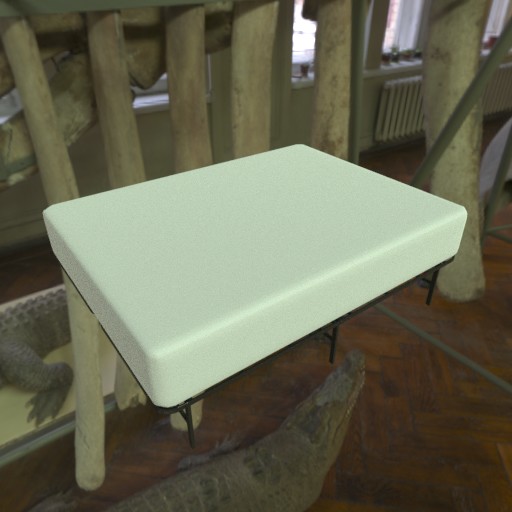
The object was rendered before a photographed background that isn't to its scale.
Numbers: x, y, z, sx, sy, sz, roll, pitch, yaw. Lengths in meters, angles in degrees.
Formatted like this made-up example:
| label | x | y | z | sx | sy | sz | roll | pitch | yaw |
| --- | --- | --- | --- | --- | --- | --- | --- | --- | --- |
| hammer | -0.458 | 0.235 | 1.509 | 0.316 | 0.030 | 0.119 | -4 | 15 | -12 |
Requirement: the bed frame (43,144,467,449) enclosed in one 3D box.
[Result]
| label | x | y | z | sx | sy | sz | roll | pitch | yaw |
| --- | --- | --- | --- | --- | --- | --- | --- | --- | --- |
| bed frame | 0.000 | 0.000 | 2.765 | 2.037 | 0.677 | 1.528 | -21 | 38 | -30 |
